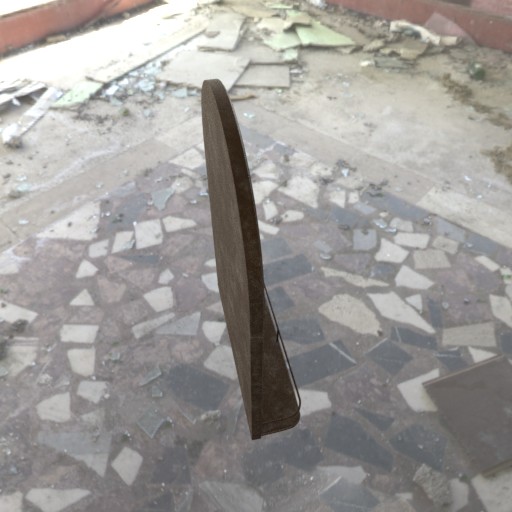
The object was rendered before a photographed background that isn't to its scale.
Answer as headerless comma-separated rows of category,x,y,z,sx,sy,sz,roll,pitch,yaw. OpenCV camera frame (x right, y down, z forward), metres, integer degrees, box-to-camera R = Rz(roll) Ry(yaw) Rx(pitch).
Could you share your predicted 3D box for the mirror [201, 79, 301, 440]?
mirror,0.000,0.000,0.991,0.137,0.770,0.510,-9,48,-9
